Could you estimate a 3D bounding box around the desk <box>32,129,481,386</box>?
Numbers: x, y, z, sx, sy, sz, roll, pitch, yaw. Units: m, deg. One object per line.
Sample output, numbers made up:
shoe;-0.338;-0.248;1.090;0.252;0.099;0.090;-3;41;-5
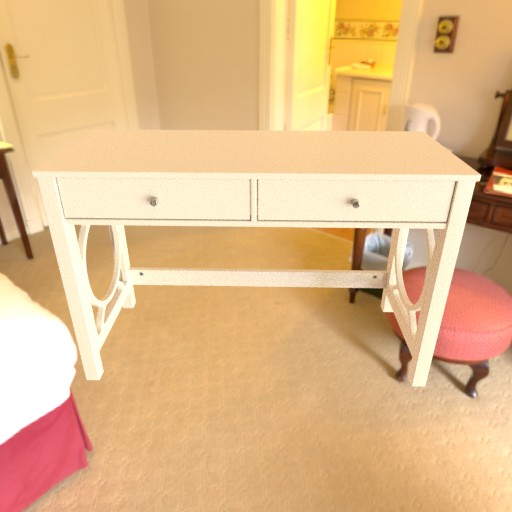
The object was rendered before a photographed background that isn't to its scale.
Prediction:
desk;0.000;0.000;1.565;1.191;0.762;0.504;1;29;1
